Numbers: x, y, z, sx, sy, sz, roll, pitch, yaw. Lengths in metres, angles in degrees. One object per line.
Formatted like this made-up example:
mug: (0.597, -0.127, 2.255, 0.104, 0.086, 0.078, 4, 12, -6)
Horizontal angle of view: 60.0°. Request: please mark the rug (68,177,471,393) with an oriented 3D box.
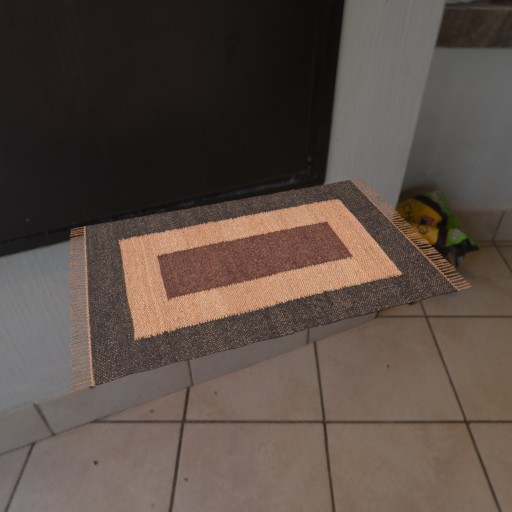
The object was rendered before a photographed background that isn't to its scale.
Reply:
rug: (0.000, 0.000, 1.914, 1.541, 0.013, 0.920, -12, 41, -14)
